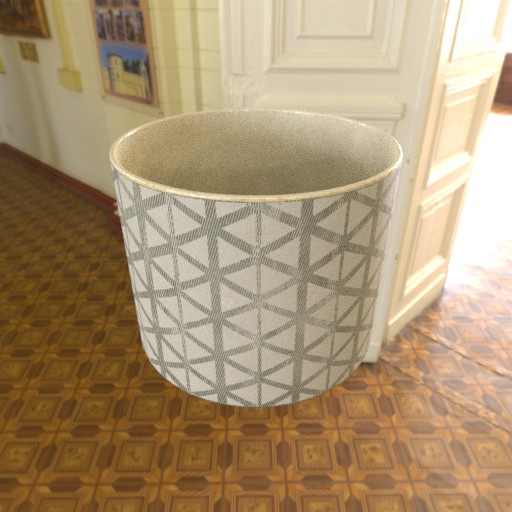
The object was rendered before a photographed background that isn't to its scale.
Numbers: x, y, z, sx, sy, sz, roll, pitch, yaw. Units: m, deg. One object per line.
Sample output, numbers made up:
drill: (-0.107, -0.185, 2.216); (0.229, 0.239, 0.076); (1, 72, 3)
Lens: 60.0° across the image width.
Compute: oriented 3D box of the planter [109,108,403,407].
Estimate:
planter: (0.000, 0.000, 0.453); (0.250, 0.239, 0.250); (0, 31, 0)
